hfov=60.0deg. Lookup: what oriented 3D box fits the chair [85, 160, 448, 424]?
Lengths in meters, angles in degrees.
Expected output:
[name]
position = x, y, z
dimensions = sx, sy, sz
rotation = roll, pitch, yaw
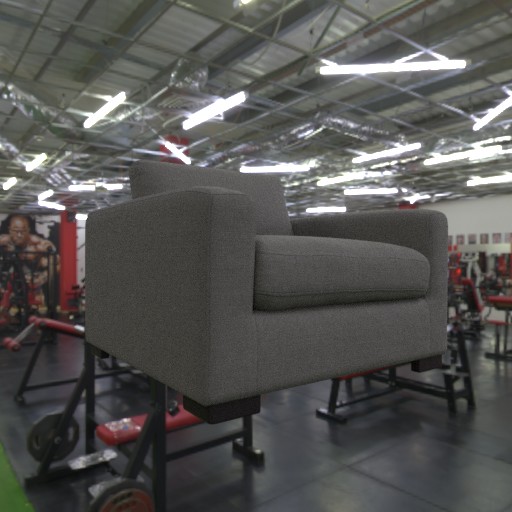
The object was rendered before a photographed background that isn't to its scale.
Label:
[chair]
position = 0.000, 0.000, 1.807
dimensions = 1.070, 0.847, 1.100
rotation = 0, -1, -36
